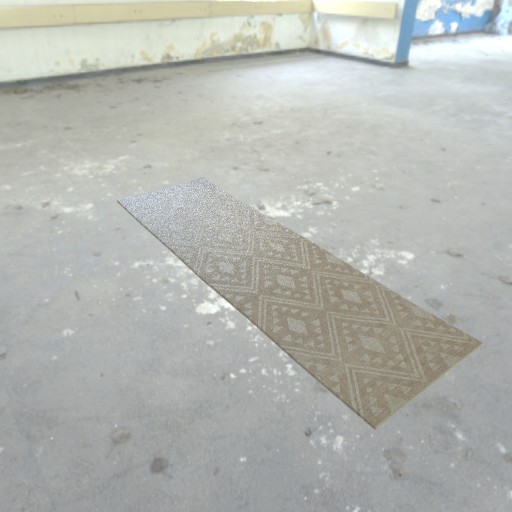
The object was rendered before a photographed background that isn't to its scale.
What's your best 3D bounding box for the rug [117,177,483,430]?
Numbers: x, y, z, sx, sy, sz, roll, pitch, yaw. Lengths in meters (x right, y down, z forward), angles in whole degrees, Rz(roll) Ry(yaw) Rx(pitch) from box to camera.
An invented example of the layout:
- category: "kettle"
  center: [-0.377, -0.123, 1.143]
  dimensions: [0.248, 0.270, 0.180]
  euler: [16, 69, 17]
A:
- category: "rug"
  center: [0.000, 0.000, 2.656]
  dimensions: [0.752, 0.051, 2.452]
  euler: [-22, 38, -31]
